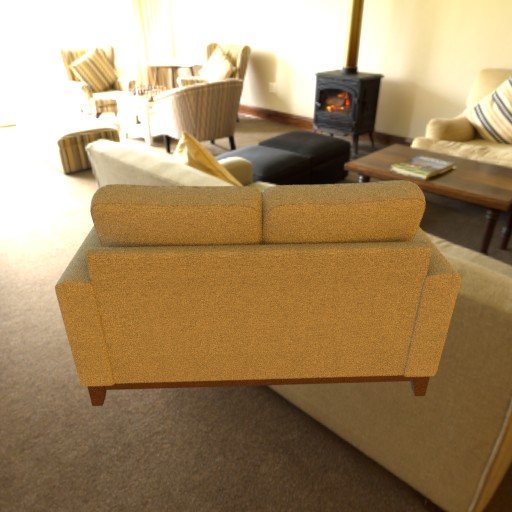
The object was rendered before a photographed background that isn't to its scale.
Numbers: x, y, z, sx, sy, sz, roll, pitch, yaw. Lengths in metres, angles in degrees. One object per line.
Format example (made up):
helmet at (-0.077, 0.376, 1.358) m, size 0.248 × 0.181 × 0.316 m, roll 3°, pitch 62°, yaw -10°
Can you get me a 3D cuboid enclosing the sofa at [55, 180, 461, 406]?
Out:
sofa at (0.000, 0.000, 2.002) m, size 1.420 × 0.873 × 0.917 m, roll -1°, pitch 29°, yaw -2°
